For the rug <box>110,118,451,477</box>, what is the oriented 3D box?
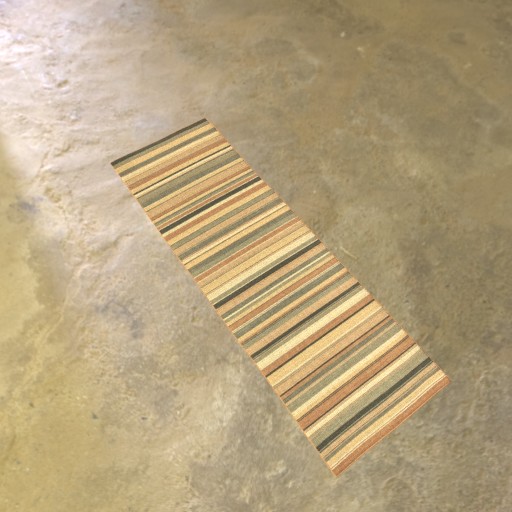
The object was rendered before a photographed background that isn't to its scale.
[{"bbox_3d":[0.000,0.000,2.727,0.799,0.010,2.444,-31,64,-17],"label":"rug"}]
